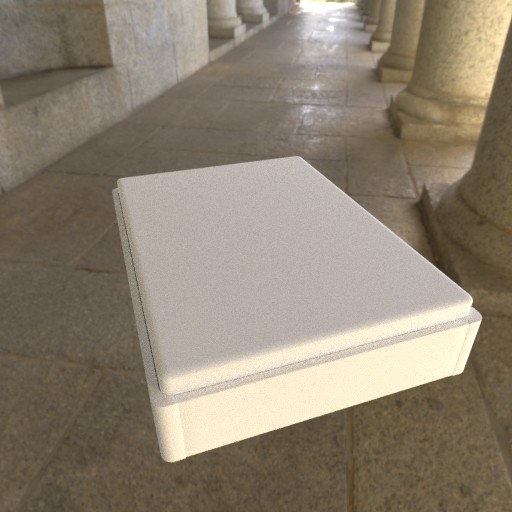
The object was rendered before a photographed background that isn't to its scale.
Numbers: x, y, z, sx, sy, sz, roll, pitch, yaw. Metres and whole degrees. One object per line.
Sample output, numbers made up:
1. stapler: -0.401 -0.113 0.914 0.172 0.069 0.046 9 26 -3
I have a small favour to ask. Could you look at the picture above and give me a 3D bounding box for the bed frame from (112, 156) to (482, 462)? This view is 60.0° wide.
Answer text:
1. bed frame: 0.000 0.000 2.490 1.400 0.406 1.900 -11 34 -16
